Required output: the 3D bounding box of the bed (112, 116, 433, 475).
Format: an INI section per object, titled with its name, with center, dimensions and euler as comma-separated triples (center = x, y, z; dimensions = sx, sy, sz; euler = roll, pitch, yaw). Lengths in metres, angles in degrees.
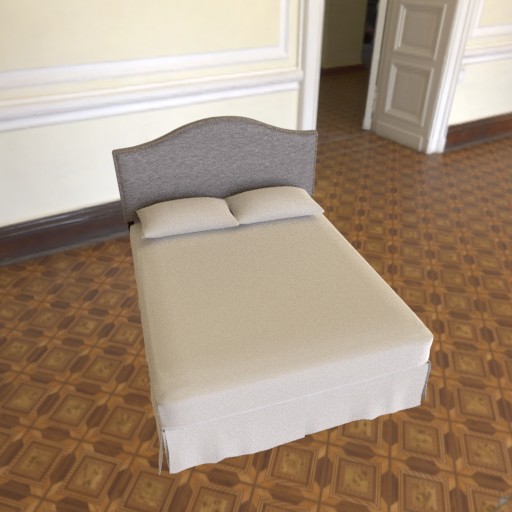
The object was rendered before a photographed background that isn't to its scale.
[bed]
center = 0.000, 0.000, 2.864
dimensions = 1.610, 1.295, 1.870
euler = -10, 35, -14
